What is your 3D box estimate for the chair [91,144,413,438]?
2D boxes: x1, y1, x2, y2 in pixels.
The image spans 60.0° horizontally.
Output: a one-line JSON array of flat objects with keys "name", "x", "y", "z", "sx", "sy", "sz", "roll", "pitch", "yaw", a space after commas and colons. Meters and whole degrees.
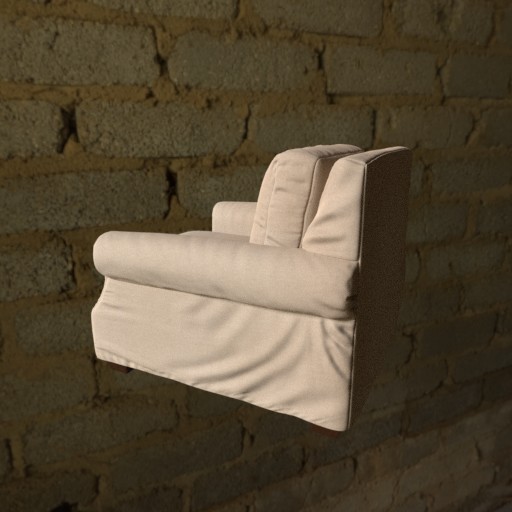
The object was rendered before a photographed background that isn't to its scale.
[{"name": "chair", "x": 0.000, "y": 0.000, "z": 1.766, "sx": 1.066, "sy": 0.866, "sz": 0.940, "roll": 8, "pitch": 18, "yaw": 26}]
